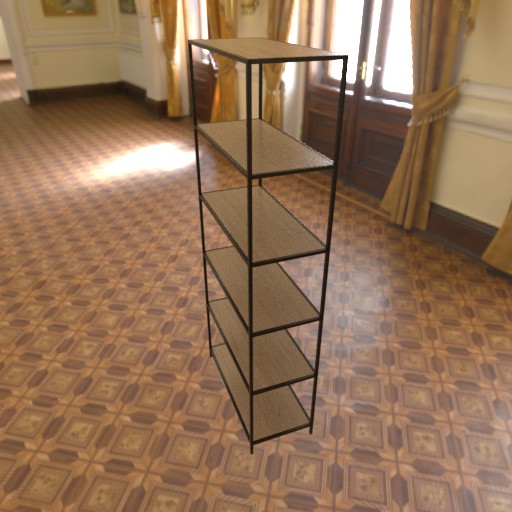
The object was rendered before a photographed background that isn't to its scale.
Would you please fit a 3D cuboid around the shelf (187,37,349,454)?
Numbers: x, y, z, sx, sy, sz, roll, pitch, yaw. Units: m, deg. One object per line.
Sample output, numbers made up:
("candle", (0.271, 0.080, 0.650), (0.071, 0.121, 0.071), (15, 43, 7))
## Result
("shelf", (0.000, 0.000, 2.153), (0.350, 1.850, 0.770), (-11, 32, -18))
